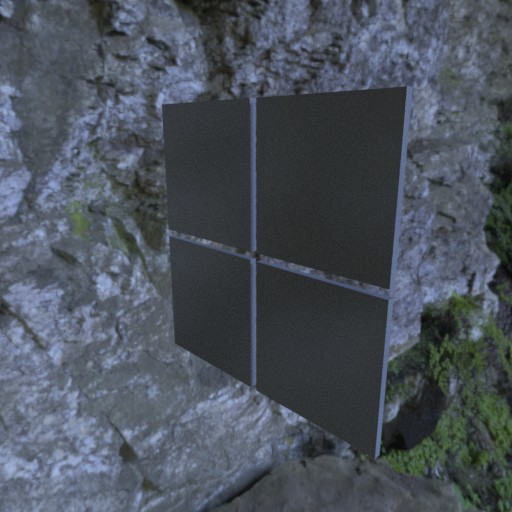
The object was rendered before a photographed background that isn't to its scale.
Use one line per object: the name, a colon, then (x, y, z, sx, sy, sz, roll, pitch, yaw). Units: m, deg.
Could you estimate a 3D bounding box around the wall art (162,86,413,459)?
wall art: (0.000, 0.000, 1.661, 0.029, 1.118, 1.118, -15, 22, -42)
